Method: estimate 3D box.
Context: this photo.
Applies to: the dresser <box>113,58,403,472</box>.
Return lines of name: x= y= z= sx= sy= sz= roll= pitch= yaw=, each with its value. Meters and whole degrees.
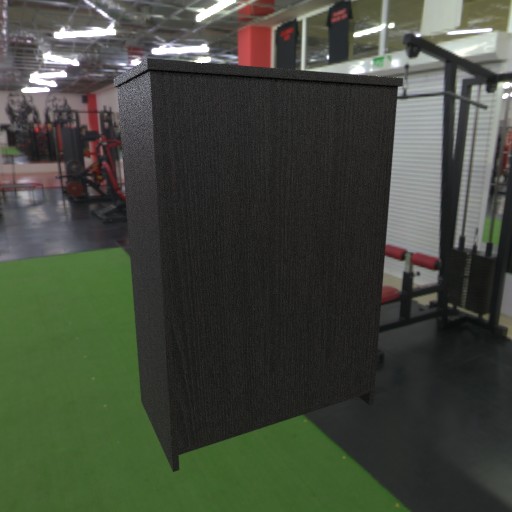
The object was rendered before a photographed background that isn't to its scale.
dresser: x=0.000 y=0.000 z=1.365 sx=0.704 sy=1.020 sz=0.399 roll=-8 pitch=17 yaw=-26
